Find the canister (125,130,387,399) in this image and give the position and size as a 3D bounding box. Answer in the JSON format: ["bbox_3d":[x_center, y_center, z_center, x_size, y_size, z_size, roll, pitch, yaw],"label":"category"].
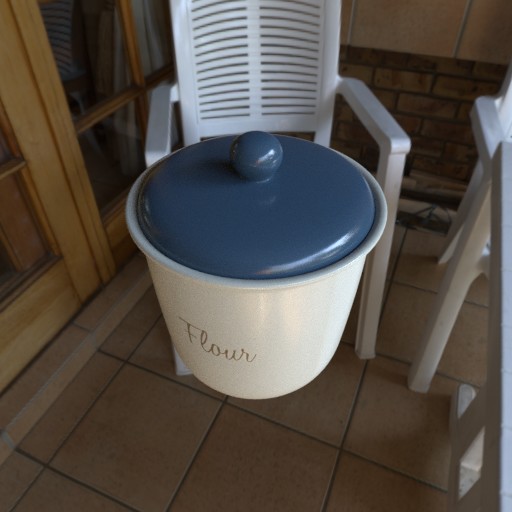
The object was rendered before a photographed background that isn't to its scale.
[{"bbox_3d":[0.000,0.000,0.353,0.182,0.208,0.182,0,42,0],"label":"canister"}]
